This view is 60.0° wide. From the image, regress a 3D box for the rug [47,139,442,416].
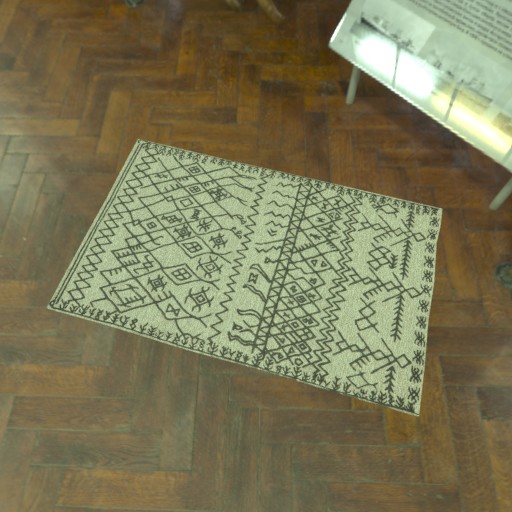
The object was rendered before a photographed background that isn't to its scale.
[{"bbox_3d":[0.000,0.000,4.872,3.824,0.019,2.393,14,63,7],"label":"rug"}]
